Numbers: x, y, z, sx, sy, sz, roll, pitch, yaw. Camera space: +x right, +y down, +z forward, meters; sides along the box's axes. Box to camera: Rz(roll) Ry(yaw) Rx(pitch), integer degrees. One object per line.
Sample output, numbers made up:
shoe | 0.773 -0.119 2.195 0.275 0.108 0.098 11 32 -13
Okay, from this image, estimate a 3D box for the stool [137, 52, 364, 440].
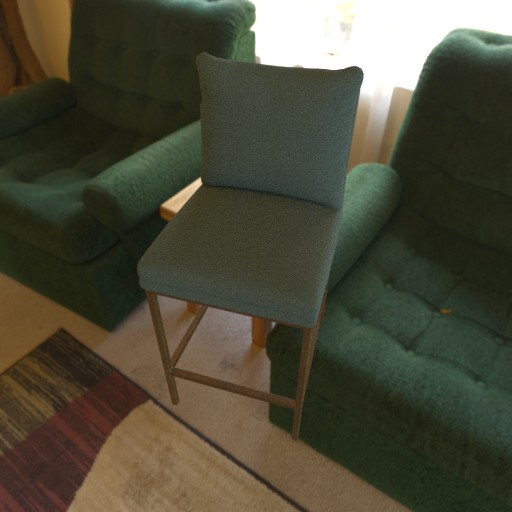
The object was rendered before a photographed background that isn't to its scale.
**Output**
stool | 0.000 0.000 1.338 0.463 1.032 0.568 11 43 13
